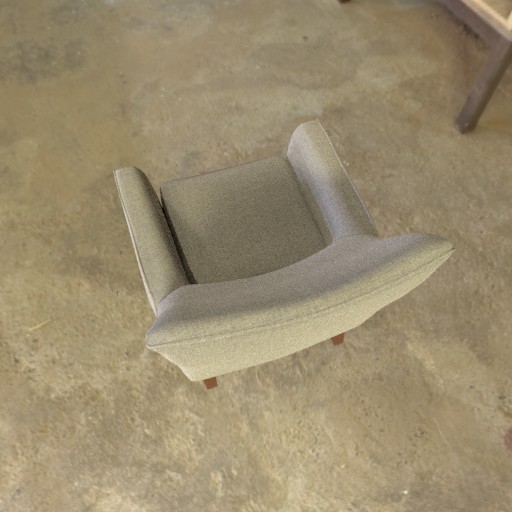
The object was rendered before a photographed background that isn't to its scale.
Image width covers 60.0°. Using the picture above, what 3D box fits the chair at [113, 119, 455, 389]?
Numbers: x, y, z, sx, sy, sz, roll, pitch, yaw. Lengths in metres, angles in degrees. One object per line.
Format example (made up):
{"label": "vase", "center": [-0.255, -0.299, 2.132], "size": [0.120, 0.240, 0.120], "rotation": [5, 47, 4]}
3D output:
{"label": "chair", "center": [0.000, 0.000, 1.764], "size": [0.887, 1.047, 0.993], "rotation": [-17, 61, -10]}
